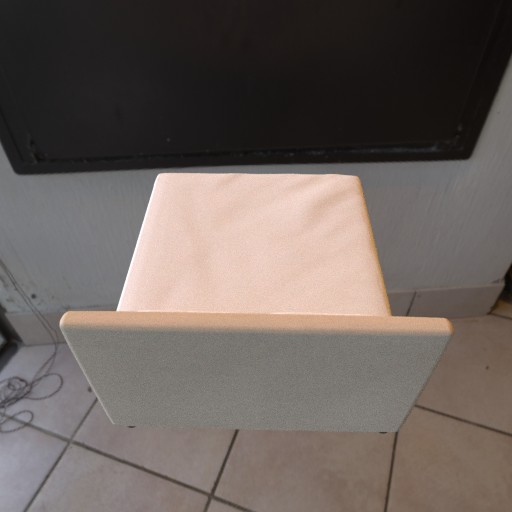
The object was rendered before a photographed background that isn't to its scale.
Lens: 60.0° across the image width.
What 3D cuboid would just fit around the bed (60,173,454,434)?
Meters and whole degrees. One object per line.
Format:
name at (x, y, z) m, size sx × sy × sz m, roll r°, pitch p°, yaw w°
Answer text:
bed at (0.000, 0.000, 3.503) m, size 2.119 × 1.317 × 2.319 m, roll 1°, pitch 46°, yaw 1°
